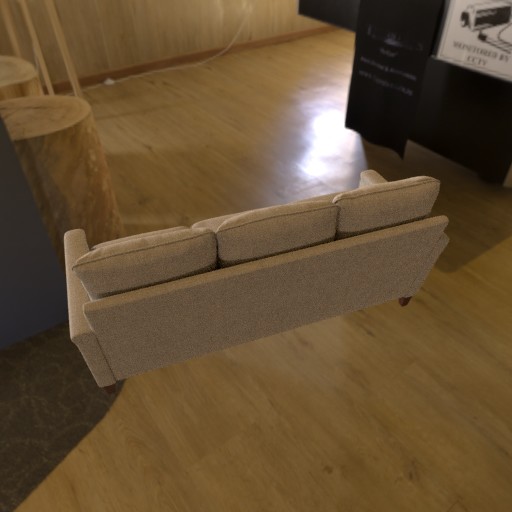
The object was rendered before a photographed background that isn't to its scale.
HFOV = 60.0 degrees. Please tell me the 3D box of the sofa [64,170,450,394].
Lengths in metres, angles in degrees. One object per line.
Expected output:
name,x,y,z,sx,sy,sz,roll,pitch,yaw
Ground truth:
sofa,0.000,0.000,2.452,1.925,0.959,0.828,-14,43,-15
